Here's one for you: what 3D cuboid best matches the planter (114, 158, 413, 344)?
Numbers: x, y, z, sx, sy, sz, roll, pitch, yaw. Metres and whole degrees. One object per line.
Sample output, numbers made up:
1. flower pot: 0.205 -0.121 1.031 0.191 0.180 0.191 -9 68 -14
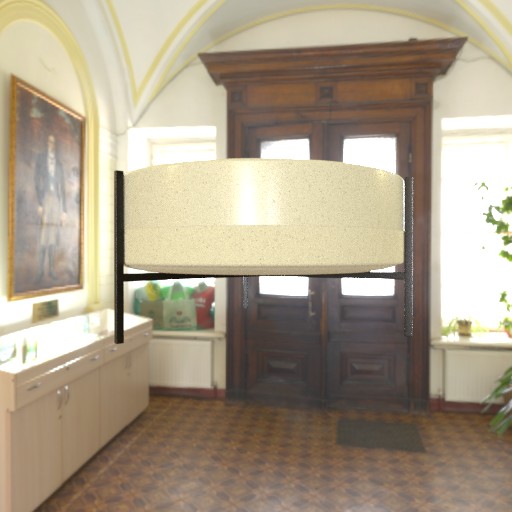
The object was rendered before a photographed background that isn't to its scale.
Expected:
1. planter: 0.000 0.000 0.537 0.345 0.171 0.336 0 1 -37
